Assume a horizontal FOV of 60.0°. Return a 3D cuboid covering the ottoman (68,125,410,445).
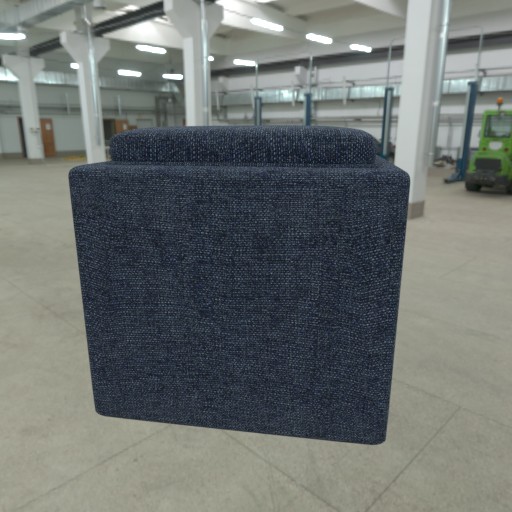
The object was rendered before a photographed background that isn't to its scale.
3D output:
[{"bbox_3d":[0.000,0.000,0.814,0.450,0.460,0.450,3,16,9],"label":"ottoman"}]
